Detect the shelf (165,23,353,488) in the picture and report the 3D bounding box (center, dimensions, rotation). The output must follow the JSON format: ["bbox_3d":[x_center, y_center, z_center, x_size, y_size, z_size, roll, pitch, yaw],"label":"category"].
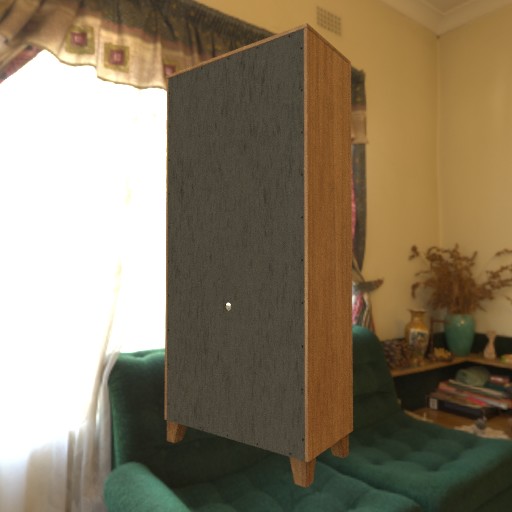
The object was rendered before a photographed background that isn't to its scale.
[{"bbox_3d":[0.000,0.000,2.270,0.864,1.930,0.453,-1,-2,36],"label":"shelf"}]
